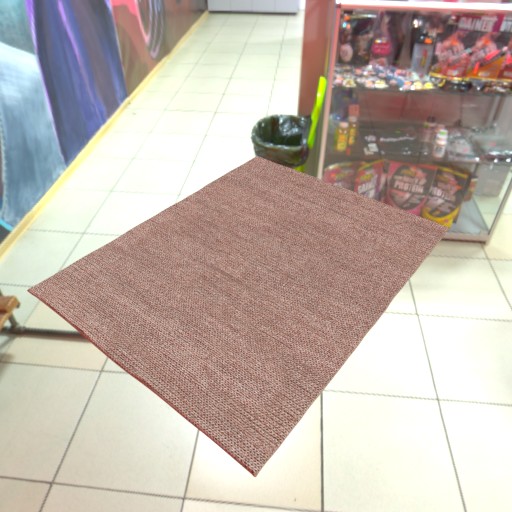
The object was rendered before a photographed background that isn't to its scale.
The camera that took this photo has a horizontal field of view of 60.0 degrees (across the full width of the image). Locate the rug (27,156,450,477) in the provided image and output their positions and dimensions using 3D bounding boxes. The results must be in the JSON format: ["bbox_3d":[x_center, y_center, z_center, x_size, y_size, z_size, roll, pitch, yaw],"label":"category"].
[{"bbox_3d":[0.000,0.000,4.002,2.429,0.030,3.052,27,47,29],"label":"rug"}]
